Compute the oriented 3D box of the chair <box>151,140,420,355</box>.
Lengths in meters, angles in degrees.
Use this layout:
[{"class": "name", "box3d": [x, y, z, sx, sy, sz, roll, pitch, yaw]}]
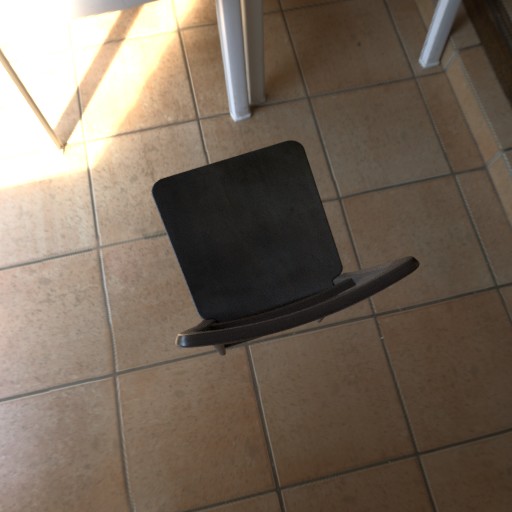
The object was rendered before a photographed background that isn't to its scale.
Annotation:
[{"class": "chair", "box3d": [0.000, 0.000, 1.268, 0.450, 0.991, 0.546, -18, 74, -5]}]
